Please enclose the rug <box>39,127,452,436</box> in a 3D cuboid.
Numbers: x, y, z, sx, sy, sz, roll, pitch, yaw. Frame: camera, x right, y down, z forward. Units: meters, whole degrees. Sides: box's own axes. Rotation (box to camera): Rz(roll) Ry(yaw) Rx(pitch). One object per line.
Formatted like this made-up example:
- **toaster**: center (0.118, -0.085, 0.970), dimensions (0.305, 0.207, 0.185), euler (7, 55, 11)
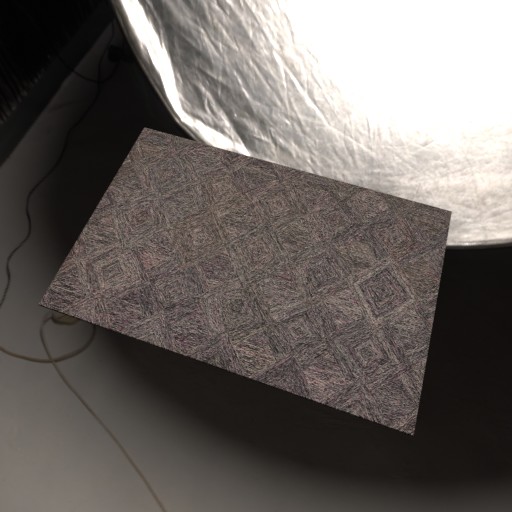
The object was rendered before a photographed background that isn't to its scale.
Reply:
- **rug**: center (0.000, 0.000, 2.861), dimensions (2.298, 0.017, 1.501), euler (17, 65, 8)
